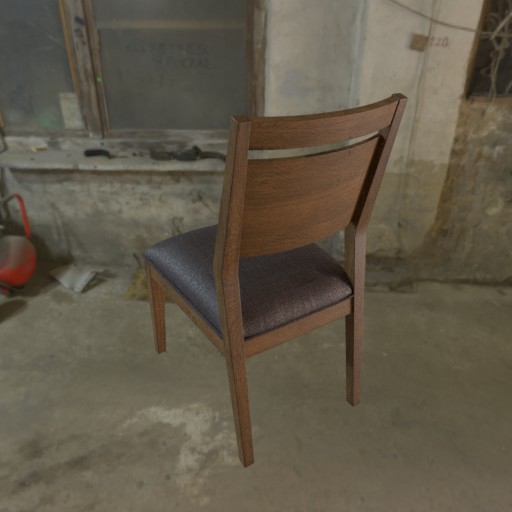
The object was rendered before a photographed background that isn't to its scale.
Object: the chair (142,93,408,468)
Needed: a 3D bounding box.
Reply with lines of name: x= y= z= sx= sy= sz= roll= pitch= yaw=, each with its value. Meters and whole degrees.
chair: x=0.000 y=0.000 z=1.290 sx=0.501 sy=0.939 sz=0.610 roll=-17 pitch=34 yaw=-28
